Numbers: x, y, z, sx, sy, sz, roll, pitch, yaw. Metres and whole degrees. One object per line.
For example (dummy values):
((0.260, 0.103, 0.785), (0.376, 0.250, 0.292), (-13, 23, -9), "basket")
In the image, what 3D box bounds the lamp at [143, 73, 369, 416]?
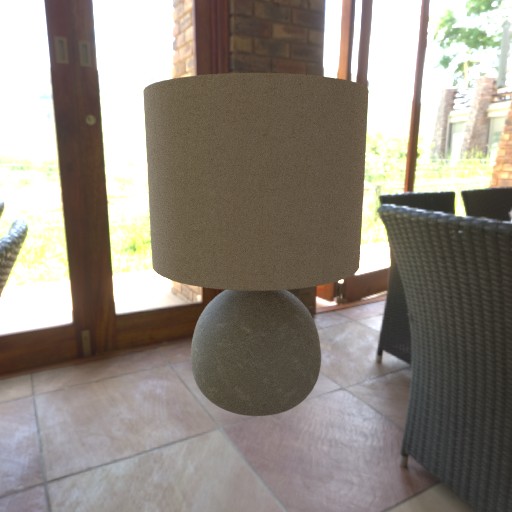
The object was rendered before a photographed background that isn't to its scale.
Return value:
((0.000, 0.000, 0.587), (0.269, 0.409, 0.269), (-6, 14, -25), "lamp")
